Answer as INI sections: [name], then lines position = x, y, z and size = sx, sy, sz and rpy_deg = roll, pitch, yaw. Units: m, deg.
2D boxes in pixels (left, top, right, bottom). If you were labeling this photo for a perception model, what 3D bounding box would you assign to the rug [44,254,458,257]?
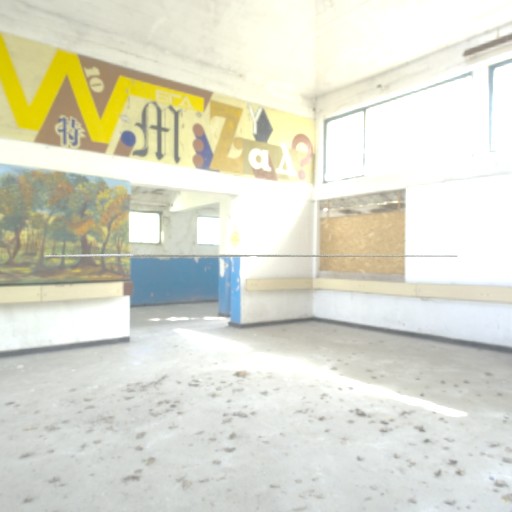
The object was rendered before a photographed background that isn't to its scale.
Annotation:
[rug]
position = 0.000, 0.000, 2.909
size = 2.284, 0.008, 1.522
rpy_deg = 0, 0, -37
